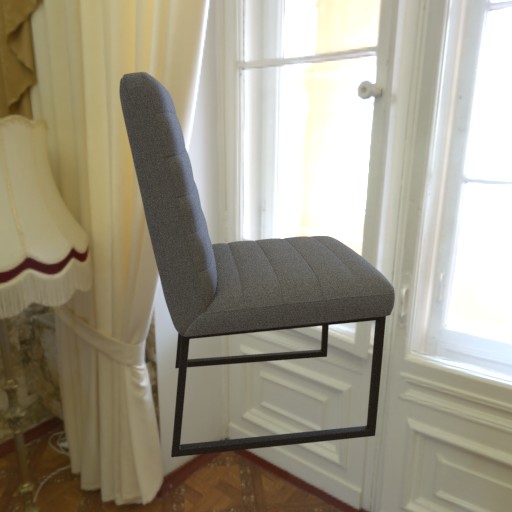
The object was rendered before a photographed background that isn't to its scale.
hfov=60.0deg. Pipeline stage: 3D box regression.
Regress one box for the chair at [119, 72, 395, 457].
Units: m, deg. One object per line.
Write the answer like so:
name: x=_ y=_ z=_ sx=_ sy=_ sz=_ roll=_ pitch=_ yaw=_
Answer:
chair: x=0.000 y=0.000 z=1.271 sx=0.634 sy=0.930 sz=0.520 roll=-2 pitch=17 yaw=-8
